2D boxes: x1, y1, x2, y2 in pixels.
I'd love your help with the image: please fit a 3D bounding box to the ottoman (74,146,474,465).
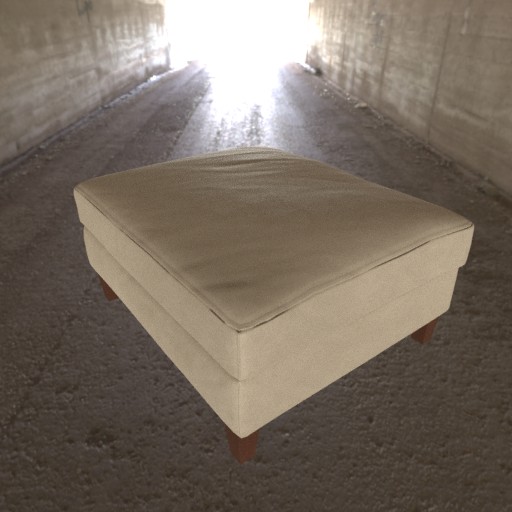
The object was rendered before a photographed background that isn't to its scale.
[{"bbox_3d":[0.000,0.000,1.456,0.836,0.492,1.002,-20,35,-32],"label":"ottoman"}]
